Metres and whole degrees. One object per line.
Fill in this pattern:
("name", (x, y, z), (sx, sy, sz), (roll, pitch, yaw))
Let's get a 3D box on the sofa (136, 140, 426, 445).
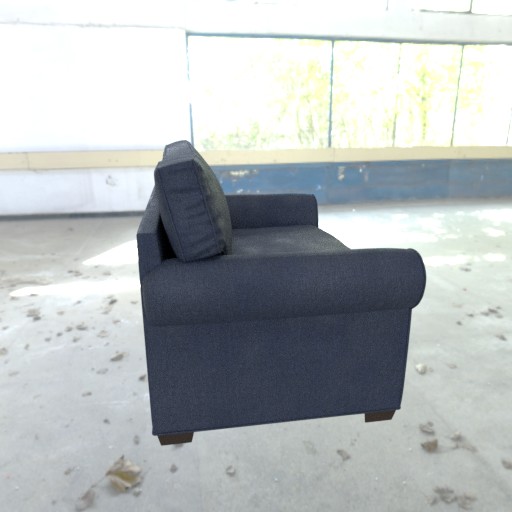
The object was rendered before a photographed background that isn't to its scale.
("sofa", (0.000, 0.000, 2.060), (0.938, 1.004, 1.405), (-3, 17, -9))
